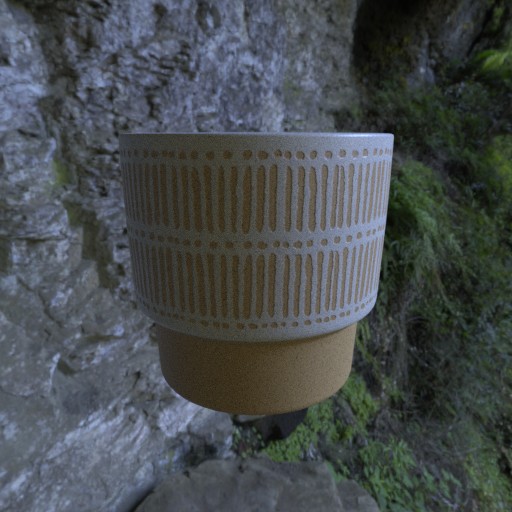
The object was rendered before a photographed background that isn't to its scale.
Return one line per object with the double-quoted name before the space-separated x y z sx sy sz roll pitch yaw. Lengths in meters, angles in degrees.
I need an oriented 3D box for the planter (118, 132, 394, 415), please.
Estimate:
"planter" 0.000 0.000 0.570 0.317 0.303 0.317 0 15 0
